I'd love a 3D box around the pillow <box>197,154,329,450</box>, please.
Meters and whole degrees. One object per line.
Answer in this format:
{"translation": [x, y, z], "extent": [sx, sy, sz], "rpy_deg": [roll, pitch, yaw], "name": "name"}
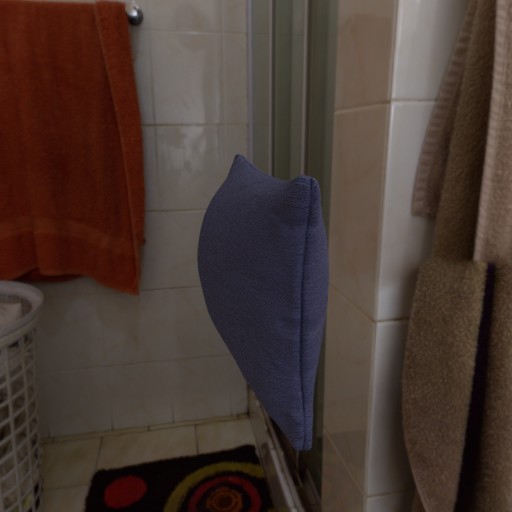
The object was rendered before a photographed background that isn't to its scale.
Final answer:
{"translation": [0.000, 0.000, 0.801], "extent": [0.210, 0.338, 0.633], "rpy_deg": [-2, 15, -9], "name": "pillow"}
